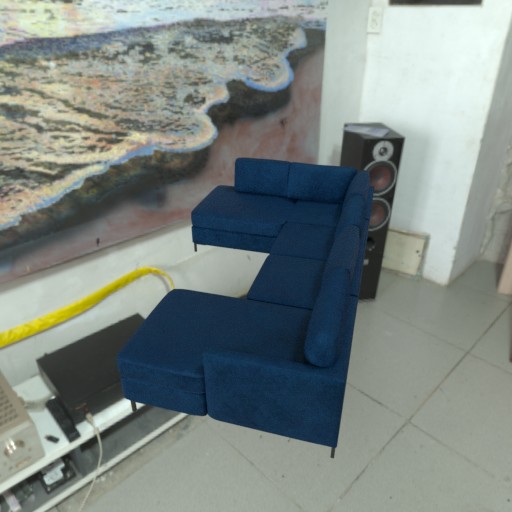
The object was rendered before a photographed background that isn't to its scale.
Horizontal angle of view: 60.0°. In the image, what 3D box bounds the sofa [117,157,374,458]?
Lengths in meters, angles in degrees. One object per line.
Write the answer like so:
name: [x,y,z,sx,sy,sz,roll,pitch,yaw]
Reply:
sofa: [0.000,0.000,4.363,2.055,0.992,3.434,8,30,14]
